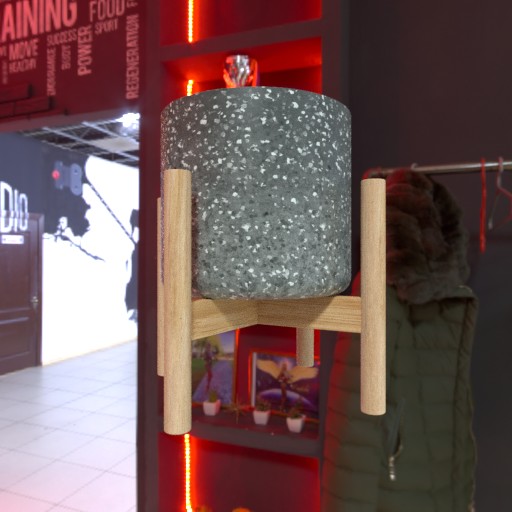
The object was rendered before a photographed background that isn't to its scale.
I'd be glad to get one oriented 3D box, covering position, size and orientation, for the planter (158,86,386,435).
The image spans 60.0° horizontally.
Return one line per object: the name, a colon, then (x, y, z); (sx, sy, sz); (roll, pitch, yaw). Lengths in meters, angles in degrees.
planter: (0.000, 0.000, 0.529); (0.284, 0.320, 0.284); (0, 0, -37)
